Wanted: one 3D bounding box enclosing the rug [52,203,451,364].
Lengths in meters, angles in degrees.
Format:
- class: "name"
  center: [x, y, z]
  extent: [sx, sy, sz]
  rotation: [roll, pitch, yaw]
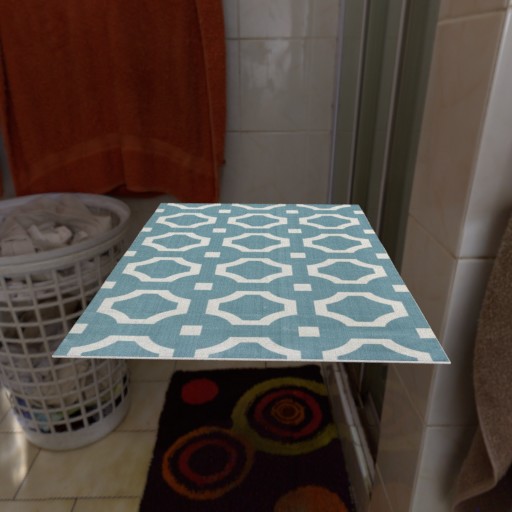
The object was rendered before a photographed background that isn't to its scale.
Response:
- class: "rug"
  center: [0.000, 0.000, 4.114]
  extent: [2.466, 0.021, 3.049]
  rotation: [1, 25, 1]
